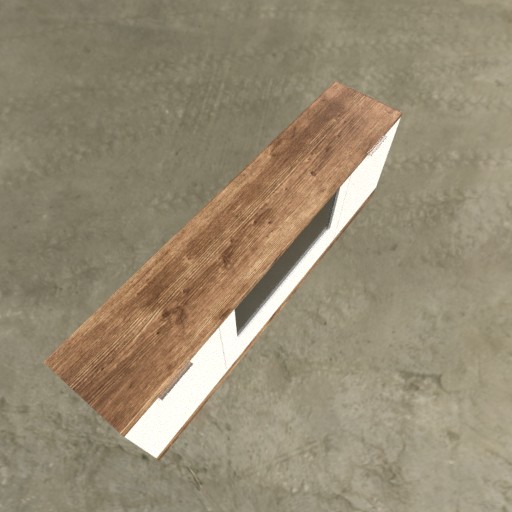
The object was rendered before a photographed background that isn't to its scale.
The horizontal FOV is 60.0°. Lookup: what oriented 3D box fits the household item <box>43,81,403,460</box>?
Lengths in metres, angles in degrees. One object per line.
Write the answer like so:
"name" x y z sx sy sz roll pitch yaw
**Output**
"household item" 0.000 0.000 2.034 0.390 0.615 1.800 33 64 18
